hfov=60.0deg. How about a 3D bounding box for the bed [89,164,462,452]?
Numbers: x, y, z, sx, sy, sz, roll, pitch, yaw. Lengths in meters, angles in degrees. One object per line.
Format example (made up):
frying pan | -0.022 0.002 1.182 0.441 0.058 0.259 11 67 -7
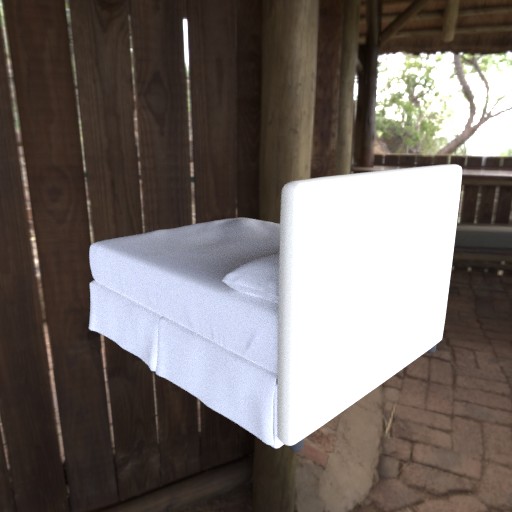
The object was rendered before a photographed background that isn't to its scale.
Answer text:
bed | 0.000 0.000 3.193 1.714 1.330 2.147 -14 21 -42
